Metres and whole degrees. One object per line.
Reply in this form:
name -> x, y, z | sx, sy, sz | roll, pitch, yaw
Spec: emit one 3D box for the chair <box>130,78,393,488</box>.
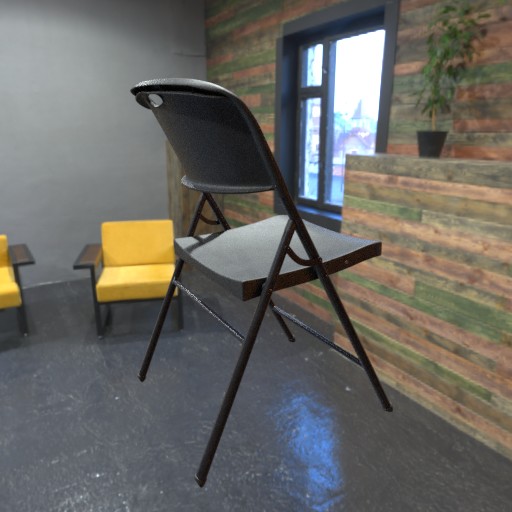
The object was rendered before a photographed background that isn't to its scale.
chair -> 0.000, 0.000, 1.140 | 0.566, 0.810, 0.494 | -8, 18, -28
